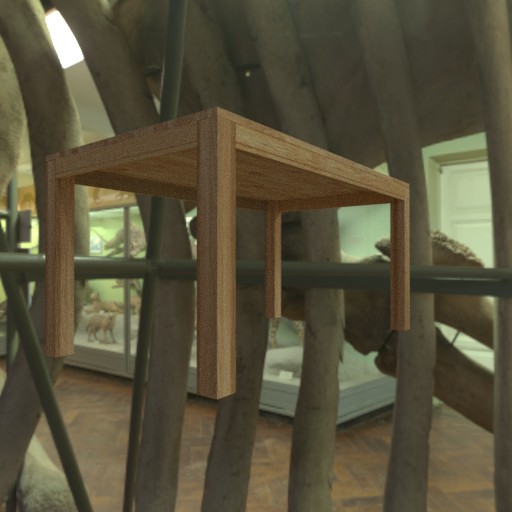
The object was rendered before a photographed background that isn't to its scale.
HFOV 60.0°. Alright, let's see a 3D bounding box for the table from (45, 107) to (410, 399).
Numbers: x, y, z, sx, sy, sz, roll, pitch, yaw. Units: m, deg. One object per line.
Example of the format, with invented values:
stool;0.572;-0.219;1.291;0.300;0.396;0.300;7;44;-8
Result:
table;0.000;0.000;2.032;0.900;0.770;1.500;0;-1;38
